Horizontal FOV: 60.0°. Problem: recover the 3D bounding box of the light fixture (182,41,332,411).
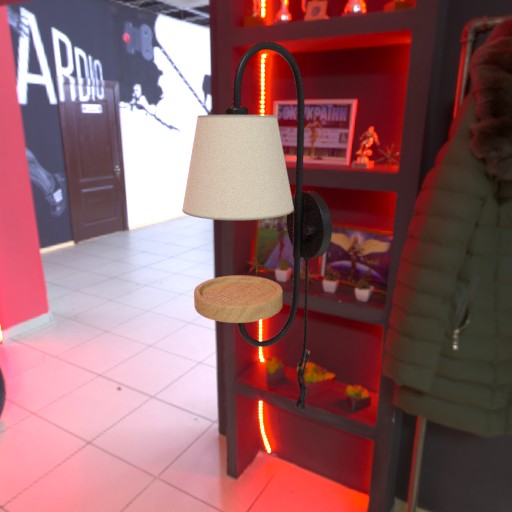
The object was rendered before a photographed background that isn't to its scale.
[{"bbox_3d":[0.000,0.000,0.925,0.299,0.821,0.220,-8,18,-26],"label":"light fixture"}]
